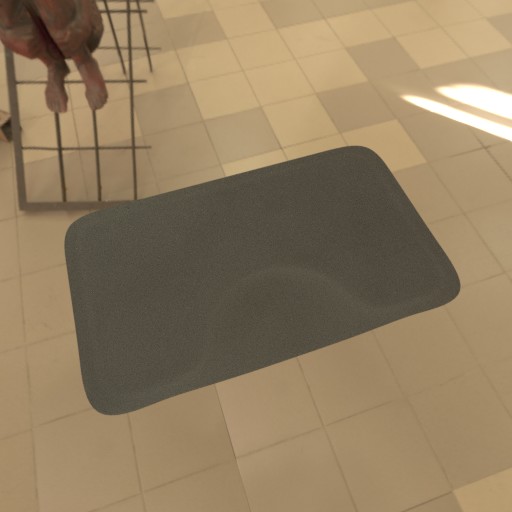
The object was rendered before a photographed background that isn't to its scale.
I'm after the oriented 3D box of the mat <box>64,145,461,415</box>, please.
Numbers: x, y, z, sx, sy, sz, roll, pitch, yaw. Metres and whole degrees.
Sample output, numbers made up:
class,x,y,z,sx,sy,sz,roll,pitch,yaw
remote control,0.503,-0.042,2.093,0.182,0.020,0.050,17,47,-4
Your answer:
class,x,y,z,sx,sy,sz,roll,pitch,yaw
mat,0.000,0.000,1.865,1.524,0.013,0.918,-16,60,-10
